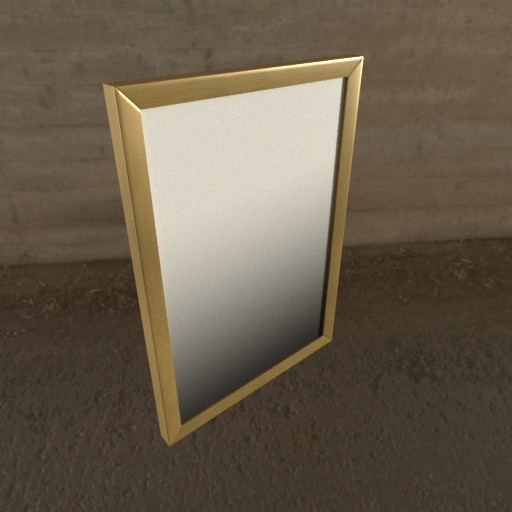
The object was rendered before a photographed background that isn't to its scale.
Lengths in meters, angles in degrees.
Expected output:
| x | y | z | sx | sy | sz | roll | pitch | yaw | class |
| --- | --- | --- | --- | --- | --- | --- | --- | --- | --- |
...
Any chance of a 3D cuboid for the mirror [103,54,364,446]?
| x | y | z | sx | sy | sz | roll | pitch | yaw | class |
| --- | --- | --- | --- | --- | --- | --- | --- | --- | --- |
| 0.000 | 0.000 | 0.897 | 0.507 | 0.710 | 0.040 | -23 | 38 | -34 | mirror |
